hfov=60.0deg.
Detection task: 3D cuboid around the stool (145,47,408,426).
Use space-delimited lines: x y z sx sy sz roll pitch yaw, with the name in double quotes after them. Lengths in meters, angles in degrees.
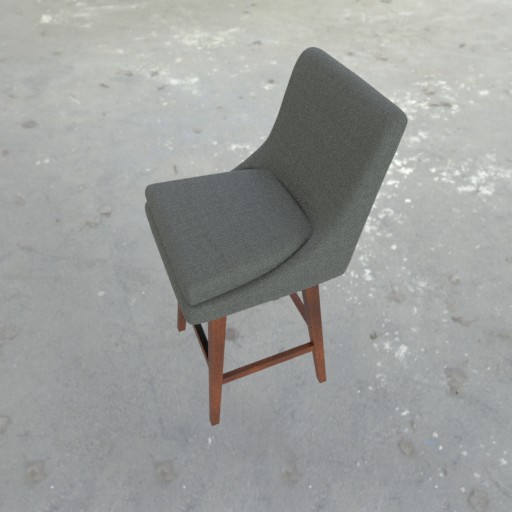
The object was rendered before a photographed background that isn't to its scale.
0.000 0.000 1.277 0.524 0.977 0.447 -17 48 -16 "stool"
